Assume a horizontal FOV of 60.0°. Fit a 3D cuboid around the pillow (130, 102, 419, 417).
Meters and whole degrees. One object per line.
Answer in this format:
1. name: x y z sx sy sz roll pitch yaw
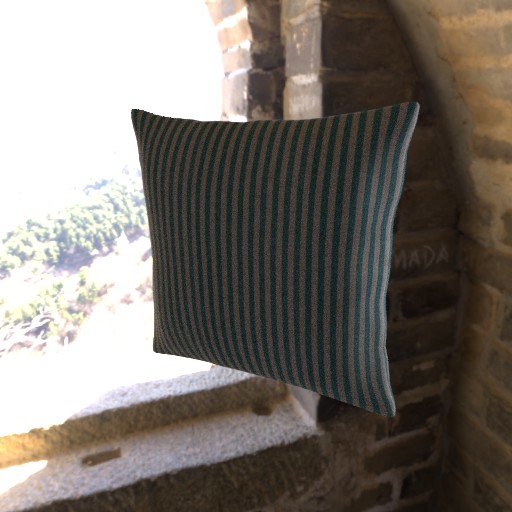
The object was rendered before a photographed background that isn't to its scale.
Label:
1. pillow: 0.000 0.000 0.791 0.523 0.510 0.166 8 18 26
